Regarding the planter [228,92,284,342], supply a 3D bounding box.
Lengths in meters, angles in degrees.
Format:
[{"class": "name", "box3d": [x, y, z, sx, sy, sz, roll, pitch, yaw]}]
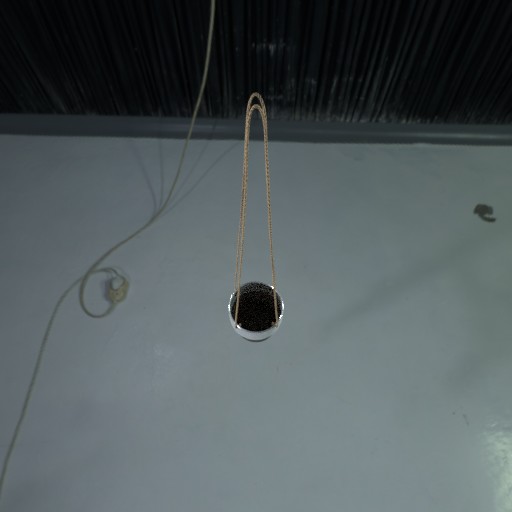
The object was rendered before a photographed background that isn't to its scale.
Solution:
[{"class": "planter", "box3d": [0.000, 0.000, 1.157, 0.187, 1.073, 0.187, -1, 63, -1]}]
